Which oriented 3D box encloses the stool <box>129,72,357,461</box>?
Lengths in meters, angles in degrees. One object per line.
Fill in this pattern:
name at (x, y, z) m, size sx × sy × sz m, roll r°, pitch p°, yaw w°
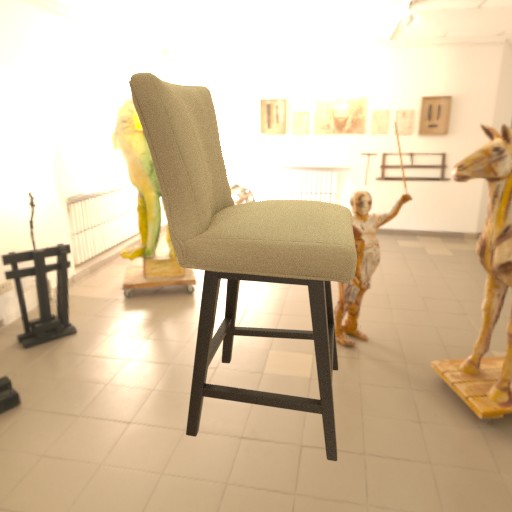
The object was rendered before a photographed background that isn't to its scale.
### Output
stool at (0.000, 0.000, 1.344) m, size 0.574 × 1.000 × 0.514 m, roll 3°, pitch 17°, yaw 10°
